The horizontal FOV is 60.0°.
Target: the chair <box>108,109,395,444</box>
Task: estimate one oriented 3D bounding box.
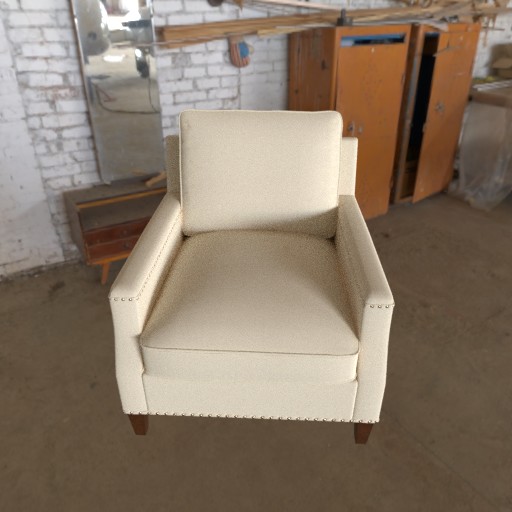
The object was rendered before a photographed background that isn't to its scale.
[{"bbox_3d":[0.000,0.000,1.700,0.853,0.943,1.014,1,30,2],"label":"chair"}]
